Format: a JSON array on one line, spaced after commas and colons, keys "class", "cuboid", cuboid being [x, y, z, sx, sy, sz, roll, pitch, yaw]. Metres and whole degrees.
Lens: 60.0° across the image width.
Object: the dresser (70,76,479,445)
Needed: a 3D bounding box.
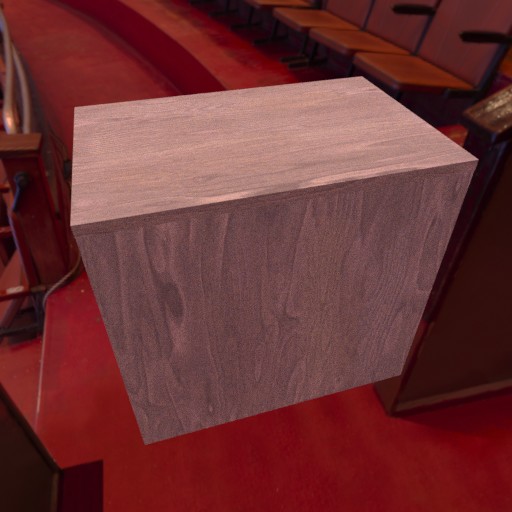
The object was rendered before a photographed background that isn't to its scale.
[{"class": "dresser", "cuboid": [0.000, 0.000, 1.274, 0.809, 0.762, 0.529, -11, 42, -13]}]
